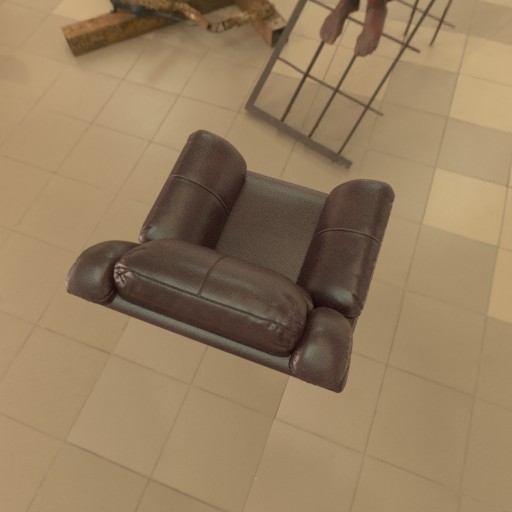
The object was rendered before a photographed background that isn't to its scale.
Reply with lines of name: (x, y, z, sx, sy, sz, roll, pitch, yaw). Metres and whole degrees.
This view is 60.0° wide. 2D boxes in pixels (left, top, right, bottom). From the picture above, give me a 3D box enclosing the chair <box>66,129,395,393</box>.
chair: (0.000, 0.000, 1.895, 0.990, 1.093, 1.041, 18, 65, 9)
